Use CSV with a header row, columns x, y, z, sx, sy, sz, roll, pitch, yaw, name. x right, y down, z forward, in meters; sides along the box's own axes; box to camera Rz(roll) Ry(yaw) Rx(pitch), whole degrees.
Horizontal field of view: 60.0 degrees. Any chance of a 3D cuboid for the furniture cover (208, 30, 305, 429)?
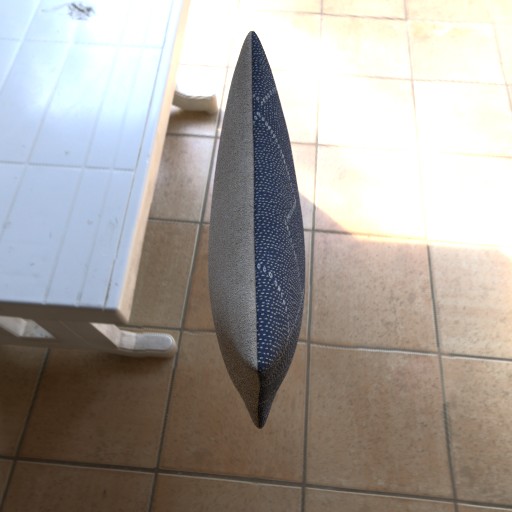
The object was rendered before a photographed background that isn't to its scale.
x,y,z,sx,sy,sz,roll,pitch,yaw,name
0.000,0.000,0.764,0.162,0.503,0.511,-1,63,0,furniture cover
